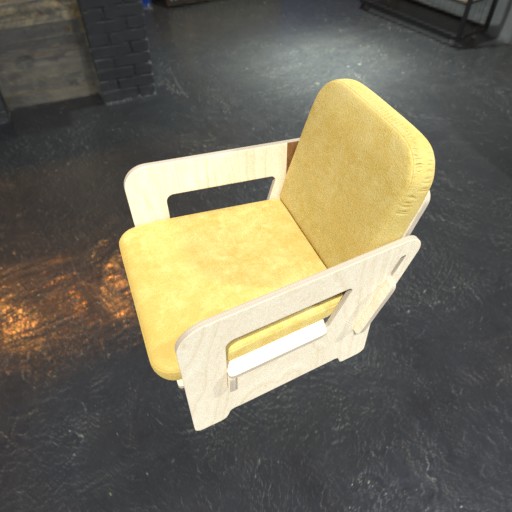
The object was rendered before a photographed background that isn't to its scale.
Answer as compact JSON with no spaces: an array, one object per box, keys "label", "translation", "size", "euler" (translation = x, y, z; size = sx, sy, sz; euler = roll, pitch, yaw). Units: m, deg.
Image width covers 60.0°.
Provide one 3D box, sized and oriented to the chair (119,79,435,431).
[{"label":"chair","translation":[0.000,0.000,1.256],"size":[0.710,0.800,0.590],"euler":[-16,50,-15]}]
